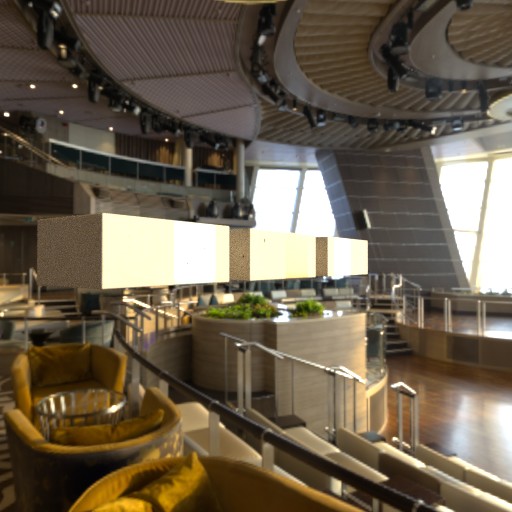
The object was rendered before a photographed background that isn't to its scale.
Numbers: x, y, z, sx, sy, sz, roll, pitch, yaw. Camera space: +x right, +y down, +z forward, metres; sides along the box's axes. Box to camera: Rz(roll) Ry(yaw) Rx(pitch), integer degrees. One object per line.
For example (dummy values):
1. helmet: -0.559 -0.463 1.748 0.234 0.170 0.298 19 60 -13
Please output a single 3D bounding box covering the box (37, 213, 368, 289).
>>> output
1. box: 0.000 0.000 0.503 0.082 0.051 0.461 -1 -1 36
